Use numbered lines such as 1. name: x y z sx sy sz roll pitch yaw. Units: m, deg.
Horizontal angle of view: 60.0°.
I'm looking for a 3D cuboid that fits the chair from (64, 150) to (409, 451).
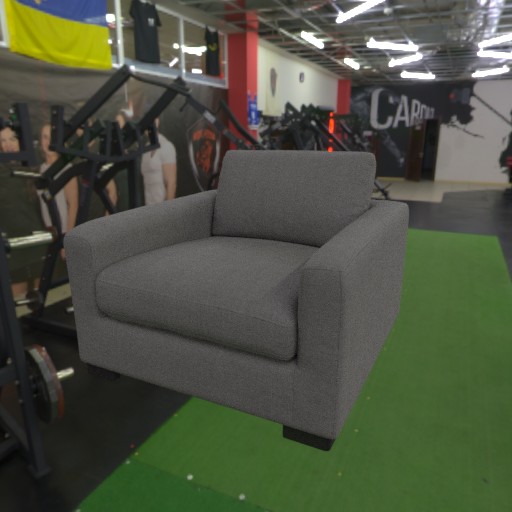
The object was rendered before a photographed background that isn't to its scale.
1. chair: 0.000 0.000 1.885 1.070 0.847 1.100 8 18 26
